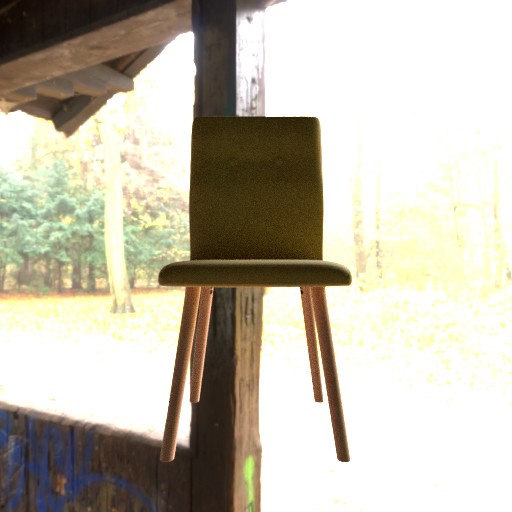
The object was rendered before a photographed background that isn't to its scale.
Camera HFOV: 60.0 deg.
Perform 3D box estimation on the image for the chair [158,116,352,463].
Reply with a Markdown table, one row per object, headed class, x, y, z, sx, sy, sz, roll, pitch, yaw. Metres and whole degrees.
| class | x | y | z | sx | sy | sz | roll | pitch | yaw |
| --- | --- | --- | --- | --- | --- | --- | --- | --- | --- |
| chair | 0.000 | 0.000 | 1.269 | 0.450 | 0.965 | 0.550 | 0 | -1 | 0 |
